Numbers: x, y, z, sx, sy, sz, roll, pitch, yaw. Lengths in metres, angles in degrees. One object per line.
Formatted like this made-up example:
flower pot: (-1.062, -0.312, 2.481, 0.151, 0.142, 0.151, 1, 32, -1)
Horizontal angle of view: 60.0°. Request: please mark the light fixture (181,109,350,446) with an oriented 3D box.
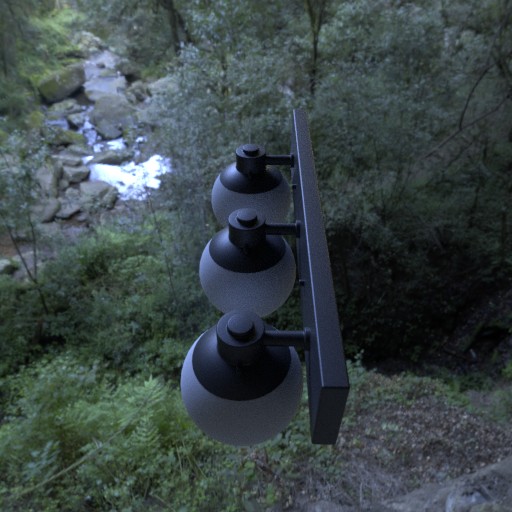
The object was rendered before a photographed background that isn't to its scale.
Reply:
light fixture: (0.000, 0.000, 0.835, 0.218, 0.263, 0.721, 1, 42, 1)
